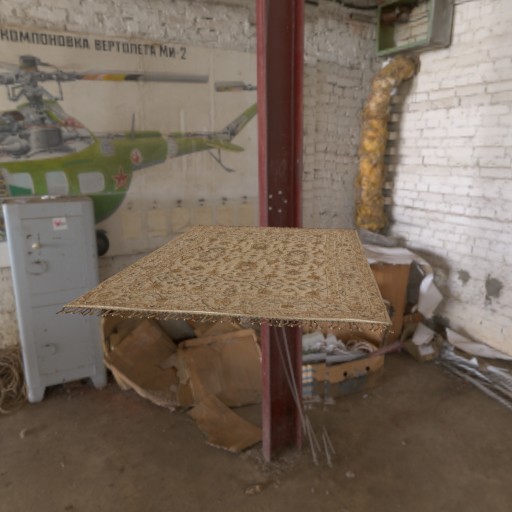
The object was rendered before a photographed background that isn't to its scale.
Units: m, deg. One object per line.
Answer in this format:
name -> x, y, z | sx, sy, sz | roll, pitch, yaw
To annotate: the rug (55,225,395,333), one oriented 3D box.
rug -> 0.000, 0.000, 3.096 | 1.529, 0.027, 2.434 | 2, 14, 8
